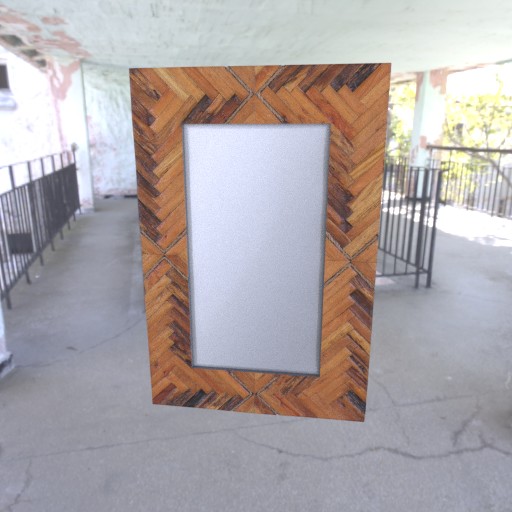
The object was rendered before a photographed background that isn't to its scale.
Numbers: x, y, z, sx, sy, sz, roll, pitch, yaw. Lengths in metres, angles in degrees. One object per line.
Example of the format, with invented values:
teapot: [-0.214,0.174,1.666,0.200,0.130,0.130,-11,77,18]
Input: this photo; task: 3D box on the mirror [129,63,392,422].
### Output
mirror: [0.000,0.000,1.150,0.606,0.912,0.044,2,15,8]
